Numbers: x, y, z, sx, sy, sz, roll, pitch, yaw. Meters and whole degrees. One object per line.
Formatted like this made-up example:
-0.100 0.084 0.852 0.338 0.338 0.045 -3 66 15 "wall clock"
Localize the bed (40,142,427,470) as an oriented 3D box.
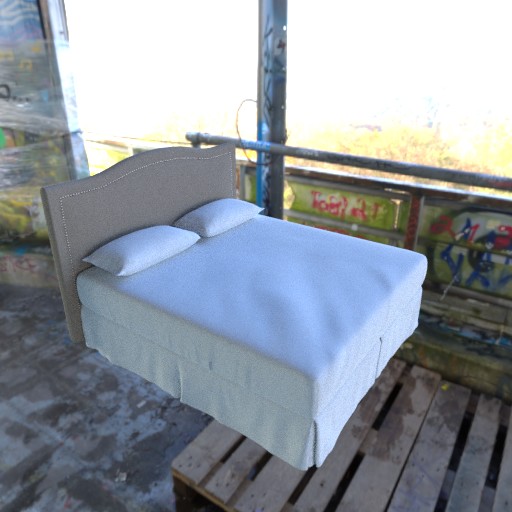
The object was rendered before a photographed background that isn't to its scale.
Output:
0.000 0.000 3.469 2.182 1.421 2.083 17 30 32 "bed"
